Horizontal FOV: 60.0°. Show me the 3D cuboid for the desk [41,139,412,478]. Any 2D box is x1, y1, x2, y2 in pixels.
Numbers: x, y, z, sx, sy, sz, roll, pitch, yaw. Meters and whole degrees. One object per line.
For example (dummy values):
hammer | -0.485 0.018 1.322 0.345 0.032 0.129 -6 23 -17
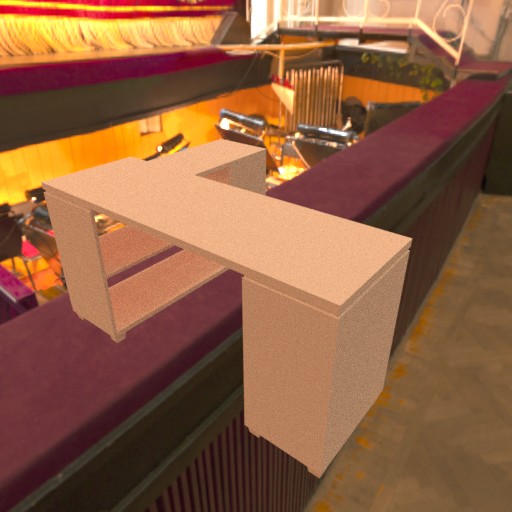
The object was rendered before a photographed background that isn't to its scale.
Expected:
desk | 0.000 0.000 2.181 1.524 0.759 1.199 21 36 33
